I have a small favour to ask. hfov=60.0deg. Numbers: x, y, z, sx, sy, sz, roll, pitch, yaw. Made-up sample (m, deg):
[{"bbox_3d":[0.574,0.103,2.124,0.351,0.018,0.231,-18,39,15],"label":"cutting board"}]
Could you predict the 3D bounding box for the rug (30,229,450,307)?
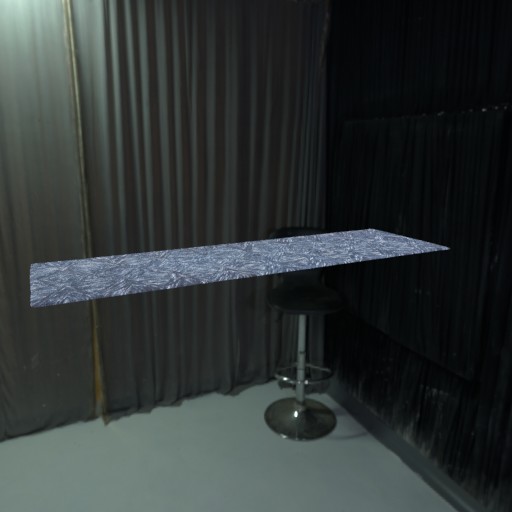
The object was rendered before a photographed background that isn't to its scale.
[{"bbox_3d":[0.000,0.000,2.522,2.306,0.013,0.719,-7,16,-26],"label":"rug"}]
